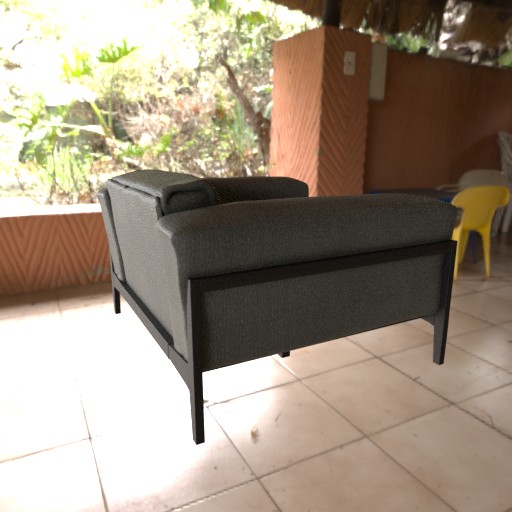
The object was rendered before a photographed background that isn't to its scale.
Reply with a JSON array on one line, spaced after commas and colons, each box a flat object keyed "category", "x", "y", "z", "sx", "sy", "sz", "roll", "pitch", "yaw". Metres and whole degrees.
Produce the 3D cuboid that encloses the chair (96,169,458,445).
[{"category": "chair", "x": 0.000, "y": 0.000, "z": 1.678, "sx": 0.969, "sy": 0.646, "sz": 1.056, "roll": -7, "pitch": 16, "yaw": -27}]
